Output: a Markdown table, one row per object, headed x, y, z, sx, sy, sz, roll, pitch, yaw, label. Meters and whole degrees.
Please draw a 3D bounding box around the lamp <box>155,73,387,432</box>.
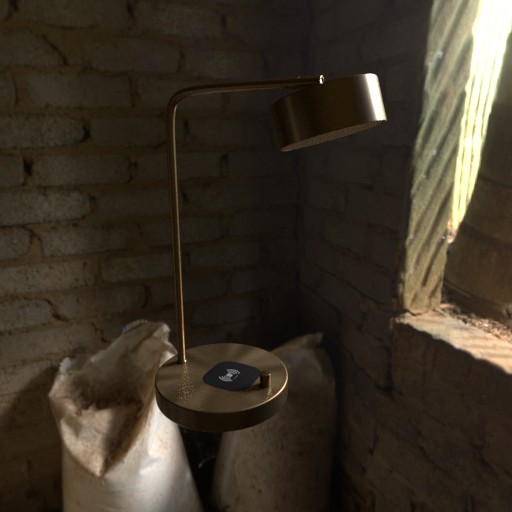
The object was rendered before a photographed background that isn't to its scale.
| x | y | z | sx | sy | sz | roll | pitch | yaw | label |
| --- | --- | --- | --- | --- | --- | --- | --- | --- | --- |
| 0.000 | 0.000 | 0.510 | 0.270 | 0.380 | 0.171 | 8 | 17 | 26 | lamp |
